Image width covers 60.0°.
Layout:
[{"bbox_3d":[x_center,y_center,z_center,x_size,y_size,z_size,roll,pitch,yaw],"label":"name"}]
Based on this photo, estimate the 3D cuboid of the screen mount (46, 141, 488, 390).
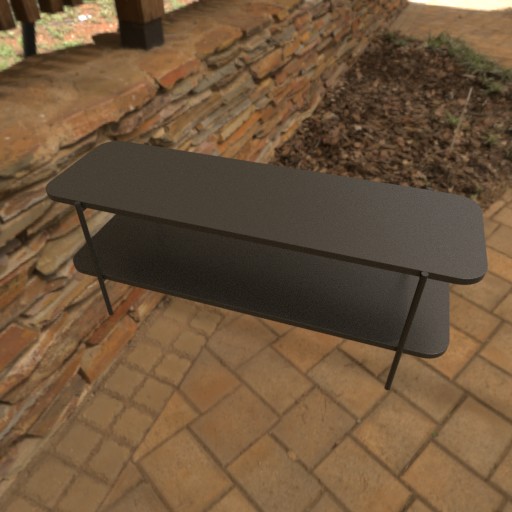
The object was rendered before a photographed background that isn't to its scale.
[{"bbox_3d":[0.000,0.000,1.391,1.200,0.447,0.400,12,41,14],"label":"screen mount"}]
